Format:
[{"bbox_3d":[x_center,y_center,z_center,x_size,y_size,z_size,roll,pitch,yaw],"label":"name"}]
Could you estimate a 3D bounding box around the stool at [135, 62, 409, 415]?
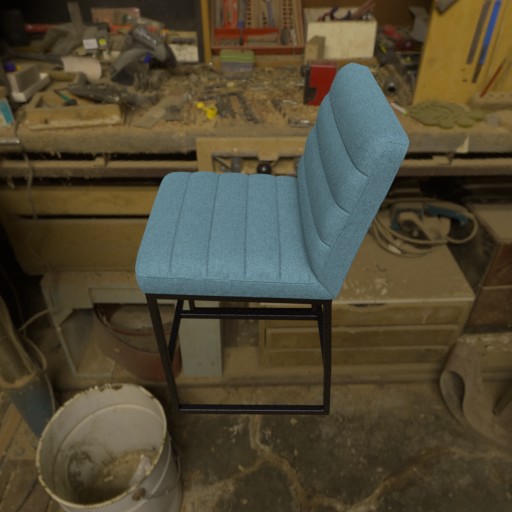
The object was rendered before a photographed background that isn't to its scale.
[{"bbox_3d":[0.000,0.000,1.259,0.560,0.940,0.460,0,40,0],"label":"stool"}]
